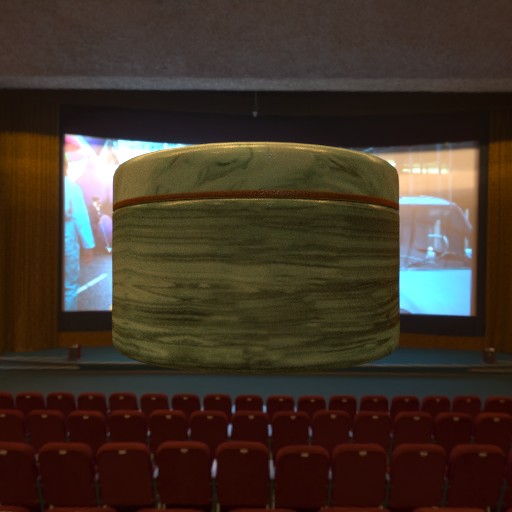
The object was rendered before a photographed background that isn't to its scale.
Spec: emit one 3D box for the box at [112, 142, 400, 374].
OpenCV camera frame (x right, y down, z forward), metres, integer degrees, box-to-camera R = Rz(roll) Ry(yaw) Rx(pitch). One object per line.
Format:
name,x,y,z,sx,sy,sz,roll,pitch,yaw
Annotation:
box,0.000,0.000,0.164,0.101,0.063,0.101,0,0,0
